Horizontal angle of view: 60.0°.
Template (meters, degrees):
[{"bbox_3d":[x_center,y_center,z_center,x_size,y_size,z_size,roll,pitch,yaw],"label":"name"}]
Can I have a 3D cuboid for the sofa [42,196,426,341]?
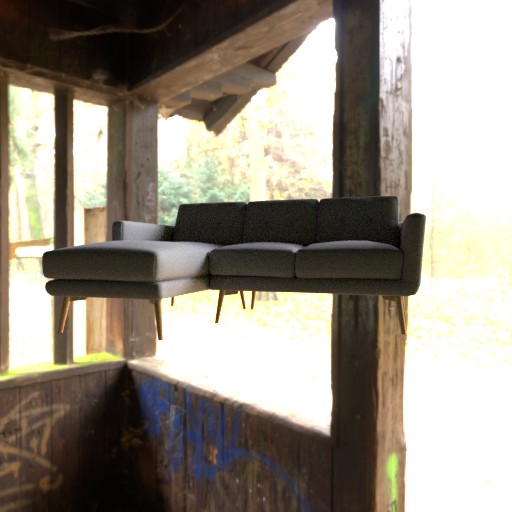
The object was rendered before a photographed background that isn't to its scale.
[{"bbox_3d":[0.000,0.000,2.853,2.040,0.860,1.530,0,1,19],"label":"sofa"}]
